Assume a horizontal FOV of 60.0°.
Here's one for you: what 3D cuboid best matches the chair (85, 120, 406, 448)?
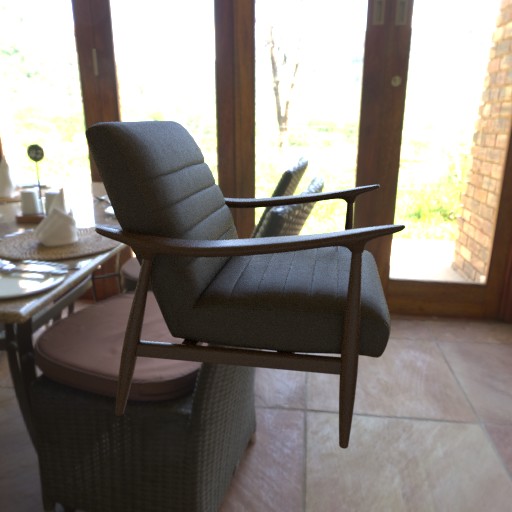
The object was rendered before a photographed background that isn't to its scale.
[{"bbox_3d":[0.000,0.000,1.419,0.798,0.831,0.741,3,17,10],"label":"chair"}]
